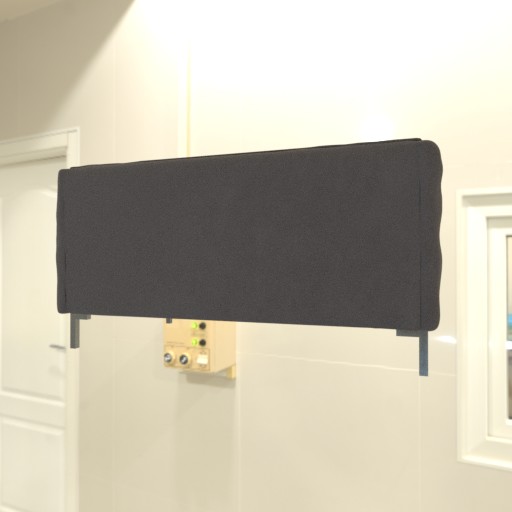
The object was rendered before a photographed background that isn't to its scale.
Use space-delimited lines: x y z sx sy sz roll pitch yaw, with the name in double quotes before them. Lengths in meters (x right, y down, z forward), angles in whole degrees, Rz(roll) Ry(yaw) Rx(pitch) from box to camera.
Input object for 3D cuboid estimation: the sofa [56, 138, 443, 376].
"sofa" 0.000 0.000 2.103 1.583 0.810 0.909 0 0 19
